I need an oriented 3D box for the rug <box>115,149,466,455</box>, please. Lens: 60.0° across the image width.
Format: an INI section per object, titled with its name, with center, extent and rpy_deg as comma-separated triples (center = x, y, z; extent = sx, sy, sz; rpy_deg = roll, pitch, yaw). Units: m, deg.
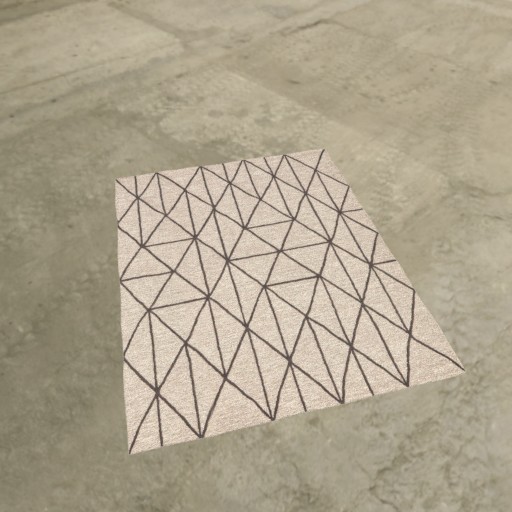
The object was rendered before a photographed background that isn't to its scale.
[rug]
center = 0.000, 0.000, 4.072
extent = 2.468, 0.022, 3.061
rpy_deg = -10, 47, -10
